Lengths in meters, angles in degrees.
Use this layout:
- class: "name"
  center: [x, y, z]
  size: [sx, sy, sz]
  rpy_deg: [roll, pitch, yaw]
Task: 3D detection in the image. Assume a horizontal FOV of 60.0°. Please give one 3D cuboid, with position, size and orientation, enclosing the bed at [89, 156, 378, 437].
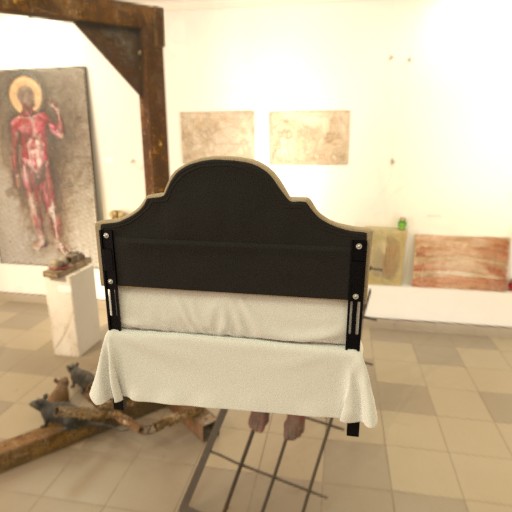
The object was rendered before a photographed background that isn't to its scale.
- class: "bed"
  center: [0.000, 0.000, 3.488]
  size: [1.780, 1.634, 2.222]
  rpy_deg: [3, 16, 10]
